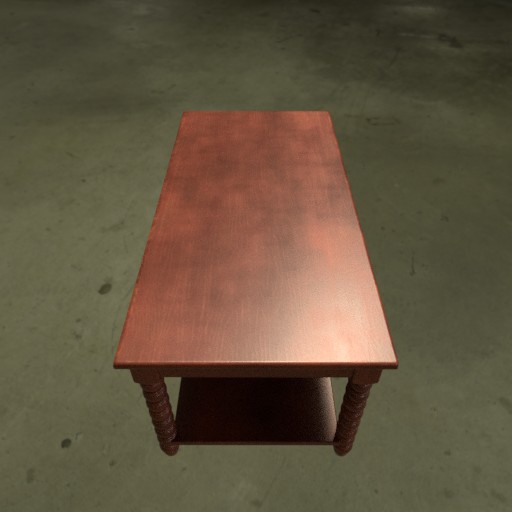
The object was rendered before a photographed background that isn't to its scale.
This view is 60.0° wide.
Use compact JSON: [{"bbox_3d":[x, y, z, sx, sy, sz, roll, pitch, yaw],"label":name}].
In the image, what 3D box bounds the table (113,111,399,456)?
[{"bbox_3d":[0.000,0.000,1.469,0.580,0.485,1.171,0,42,0],"label":"table"}]
